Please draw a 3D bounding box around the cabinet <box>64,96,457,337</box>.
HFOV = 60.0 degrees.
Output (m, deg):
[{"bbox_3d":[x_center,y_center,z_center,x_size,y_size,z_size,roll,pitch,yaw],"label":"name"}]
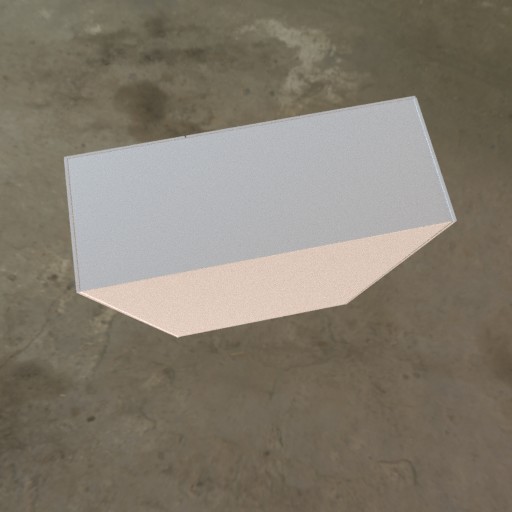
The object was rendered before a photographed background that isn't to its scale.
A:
[{"bbox_3d":[0.000,0.000,2.461,1.290,1.910,0.510,-11,76,-3],"label":"cabinet"}]
